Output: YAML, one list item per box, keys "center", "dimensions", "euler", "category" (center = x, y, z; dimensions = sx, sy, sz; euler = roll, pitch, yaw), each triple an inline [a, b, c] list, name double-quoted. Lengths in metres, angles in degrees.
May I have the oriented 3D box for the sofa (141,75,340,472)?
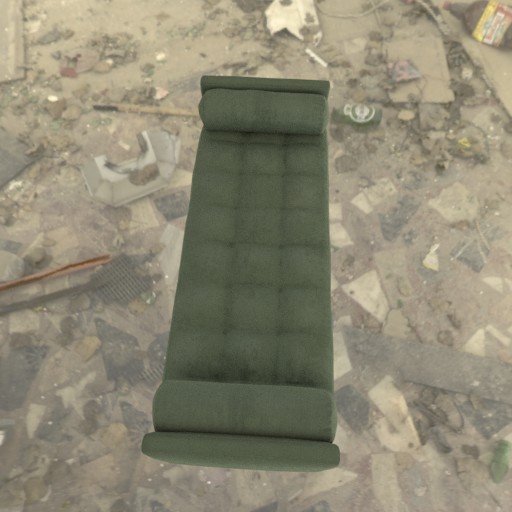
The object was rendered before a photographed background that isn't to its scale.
- center: [0.000, 0.000, 2.455]
  dimensions: [0.817, 0.681, 2.130]
  euler: [3, 63, 2]
  category: "sofa"
